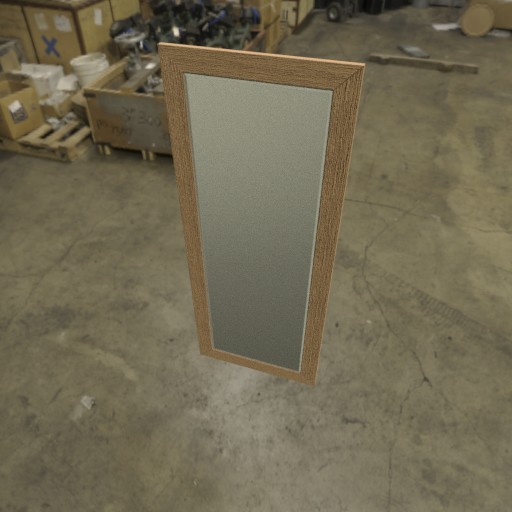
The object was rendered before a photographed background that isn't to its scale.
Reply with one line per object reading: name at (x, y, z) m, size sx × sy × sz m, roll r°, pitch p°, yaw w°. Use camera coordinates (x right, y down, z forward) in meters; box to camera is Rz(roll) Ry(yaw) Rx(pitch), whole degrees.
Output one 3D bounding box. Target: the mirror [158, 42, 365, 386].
mirror at (0.000, 0.000, 2.339) m, size 0.812 × 2.031 × 0.026 m, roll 12°, pitch 43°, yaw 14°
